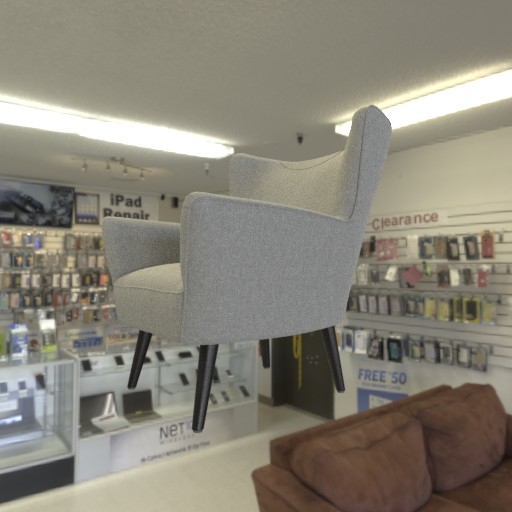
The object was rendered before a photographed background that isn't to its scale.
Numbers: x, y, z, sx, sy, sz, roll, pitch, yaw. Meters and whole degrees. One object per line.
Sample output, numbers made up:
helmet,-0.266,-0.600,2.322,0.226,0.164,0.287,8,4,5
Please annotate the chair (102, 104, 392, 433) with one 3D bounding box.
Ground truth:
chair,0.000,0.000,1.577,0.888,0.933,0.781,1,-1,-36
